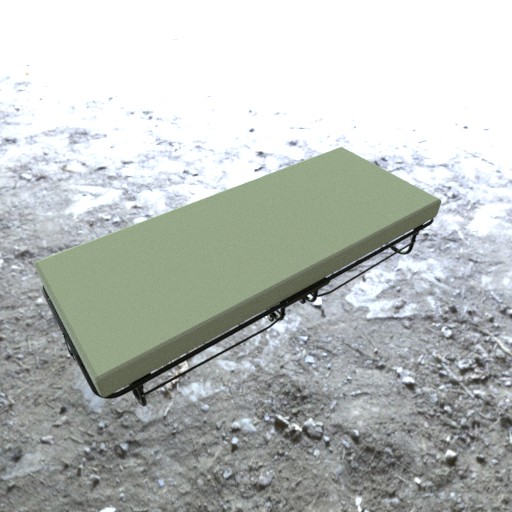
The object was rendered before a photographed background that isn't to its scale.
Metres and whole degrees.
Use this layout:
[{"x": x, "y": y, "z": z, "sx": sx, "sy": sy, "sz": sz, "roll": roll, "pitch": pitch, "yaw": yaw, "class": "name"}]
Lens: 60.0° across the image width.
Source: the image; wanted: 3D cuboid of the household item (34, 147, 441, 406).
[{"x": 0.000, "y": 0.000, "z": 2.224, "sx": 1.905, "sy": 0.356, "sz": 0.787, "roll": -25, "pitch": 47, "yaw": -26, "class": "household item"}]
